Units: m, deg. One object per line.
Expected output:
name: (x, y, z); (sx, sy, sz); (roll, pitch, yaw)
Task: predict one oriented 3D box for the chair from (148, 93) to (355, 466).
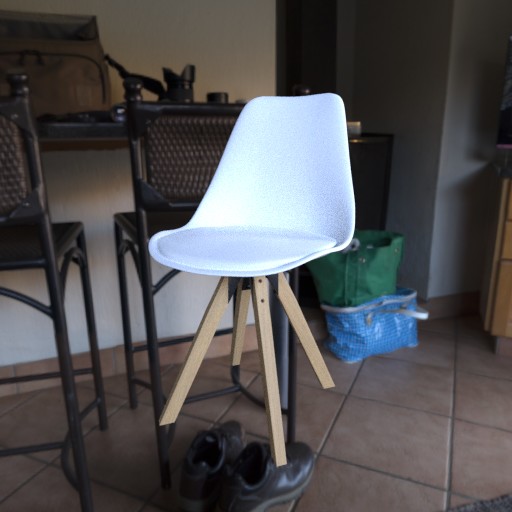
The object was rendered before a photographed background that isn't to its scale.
chair: (0.000, 0.000, 1.172); (0.485, 0.849, 0.550); (7, 16, 26)
